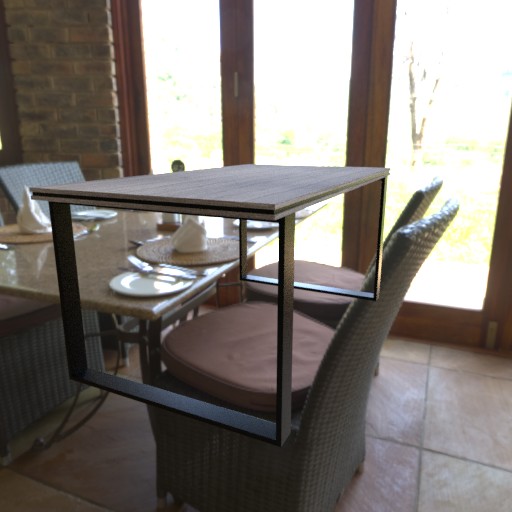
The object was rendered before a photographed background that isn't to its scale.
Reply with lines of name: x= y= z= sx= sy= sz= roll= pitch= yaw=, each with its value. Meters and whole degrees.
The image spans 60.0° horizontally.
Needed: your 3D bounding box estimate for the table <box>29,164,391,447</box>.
table: x=0.000 y=0.000 z=2.045 sx=0.881 sy=0.736 sz=1.579 roll=7 pitch=16 yaw=25
